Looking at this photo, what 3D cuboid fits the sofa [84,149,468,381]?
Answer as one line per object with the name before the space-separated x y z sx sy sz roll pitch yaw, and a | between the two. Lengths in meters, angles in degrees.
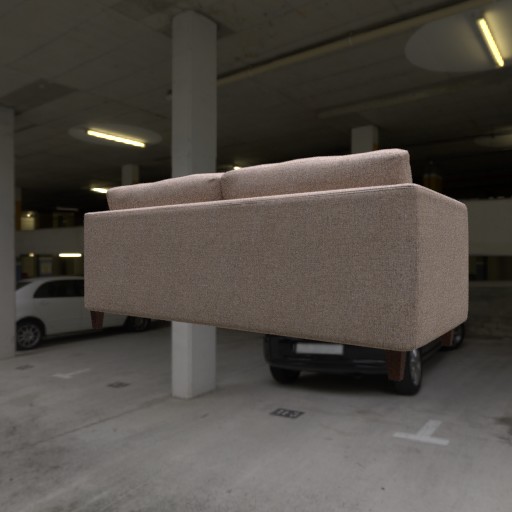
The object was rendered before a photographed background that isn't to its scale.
sofa | 0.000 0.000 2.675 2.208 0.965 0.951 0 0 36
